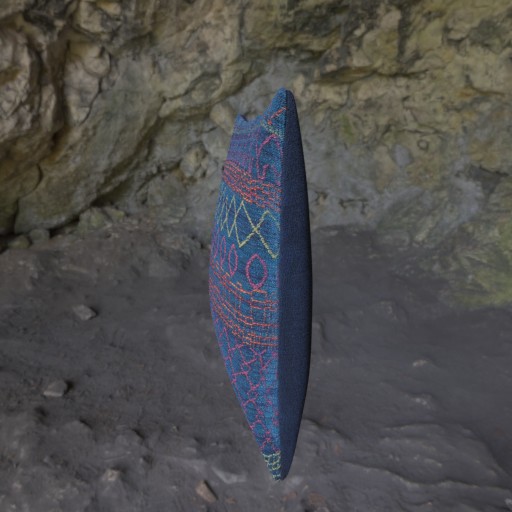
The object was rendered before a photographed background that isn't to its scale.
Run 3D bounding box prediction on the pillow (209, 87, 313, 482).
[{"bbox_3d":[0.000,0.000,0.656,0.141,0.431,0.431,-2,14,-7],"label":"pillow"}]
